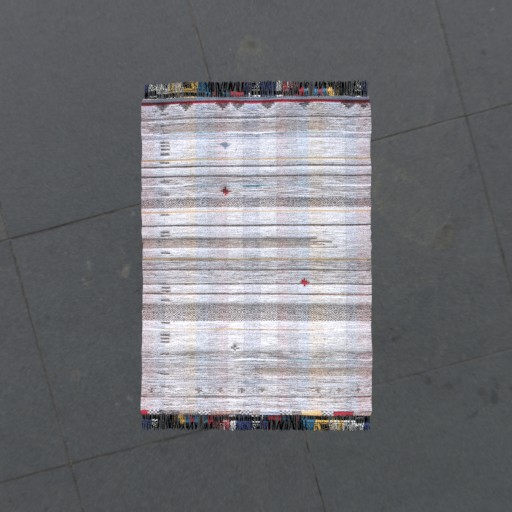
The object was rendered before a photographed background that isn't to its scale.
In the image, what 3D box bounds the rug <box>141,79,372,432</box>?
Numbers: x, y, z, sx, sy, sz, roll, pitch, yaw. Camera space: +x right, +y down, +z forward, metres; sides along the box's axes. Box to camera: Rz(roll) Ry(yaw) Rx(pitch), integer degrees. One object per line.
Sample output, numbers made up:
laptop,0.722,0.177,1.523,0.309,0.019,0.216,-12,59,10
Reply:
rug,0.000,0.000,2.324,1.217,0.012,1.848,0,90,1
